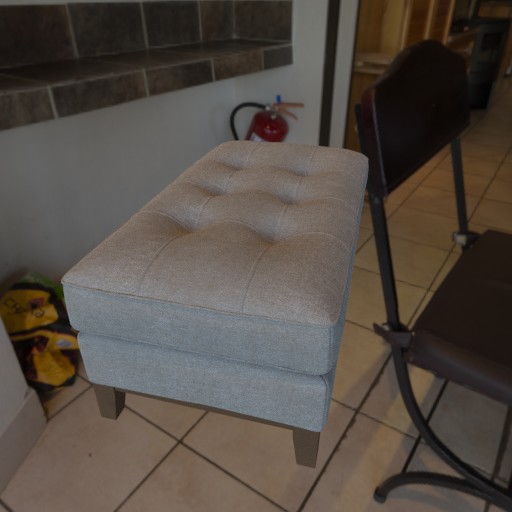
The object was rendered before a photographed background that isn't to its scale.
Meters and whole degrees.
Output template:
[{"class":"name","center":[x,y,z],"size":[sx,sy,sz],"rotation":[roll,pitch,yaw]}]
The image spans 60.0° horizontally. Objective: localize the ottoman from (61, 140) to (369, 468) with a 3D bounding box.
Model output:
[{"class":"ottoman","center":[0.000,0.000,1.484],"size":[0.648,0.514,1.143],"rotation":[8,32,13]}]
